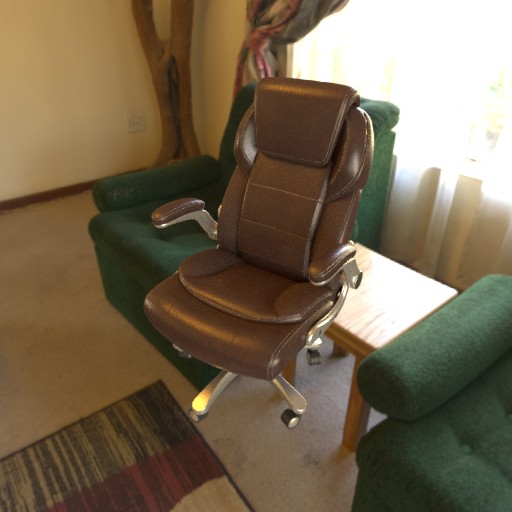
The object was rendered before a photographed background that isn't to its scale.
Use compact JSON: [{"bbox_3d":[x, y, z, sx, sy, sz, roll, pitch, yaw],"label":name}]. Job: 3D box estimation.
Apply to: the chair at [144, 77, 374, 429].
[{"bbox_3d":[0.000,0.000,1.661,0.733,1.160,0.774,20,36,29],"label":"chair"}]
